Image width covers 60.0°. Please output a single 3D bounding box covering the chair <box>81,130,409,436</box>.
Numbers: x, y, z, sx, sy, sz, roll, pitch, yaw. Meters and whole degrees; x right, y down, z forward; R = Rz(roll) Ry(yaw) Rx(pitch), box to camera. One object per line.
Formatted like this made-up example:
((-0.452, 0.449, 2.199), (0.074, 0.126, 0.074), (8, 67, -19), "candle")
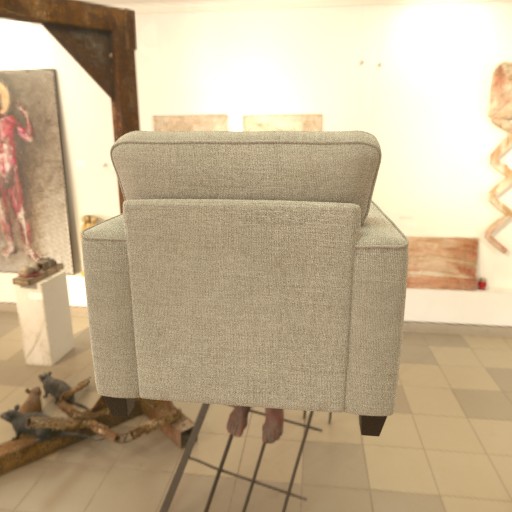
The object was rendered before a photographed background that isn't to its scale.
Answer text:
((0.000, 0.000, 1.783), (1.015, 0.965, 0.939), (2, 15, 7), "chair")
